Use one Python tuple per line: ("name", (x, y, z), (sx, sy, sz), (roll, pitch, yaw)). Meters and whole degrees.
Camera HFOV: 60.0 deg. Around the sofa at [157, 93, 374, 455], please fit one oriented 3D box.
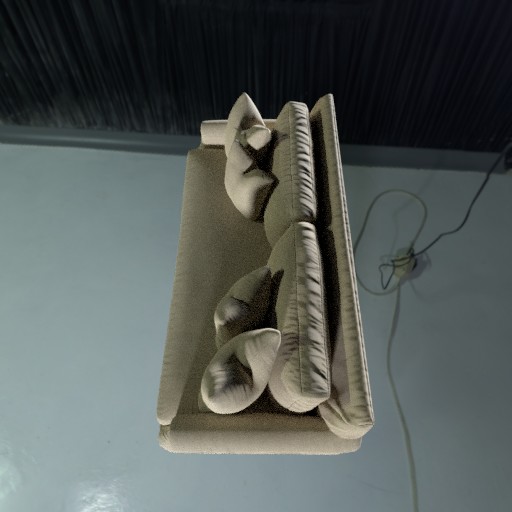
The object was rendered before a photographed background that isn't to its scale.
("sofa", (0.000, 0.000, 2.771), (1.067, 0.904, 2.285), (0, 58, 0))
